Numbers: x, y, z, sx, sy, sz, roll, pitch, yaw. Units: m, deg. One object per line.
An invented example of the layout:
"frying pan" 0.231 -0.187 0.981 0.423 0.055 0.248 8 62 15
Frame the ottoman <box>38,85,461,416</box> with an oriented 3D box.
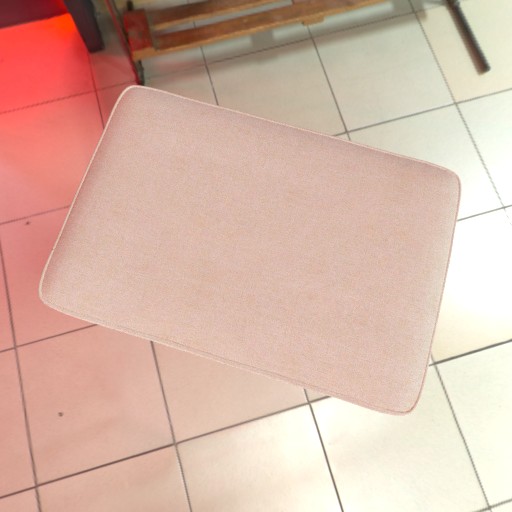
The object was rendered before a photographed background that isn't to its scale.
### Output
"ottoman" 0.000 0.000 1.190 0.862 0.484 0.583 16 76 4
